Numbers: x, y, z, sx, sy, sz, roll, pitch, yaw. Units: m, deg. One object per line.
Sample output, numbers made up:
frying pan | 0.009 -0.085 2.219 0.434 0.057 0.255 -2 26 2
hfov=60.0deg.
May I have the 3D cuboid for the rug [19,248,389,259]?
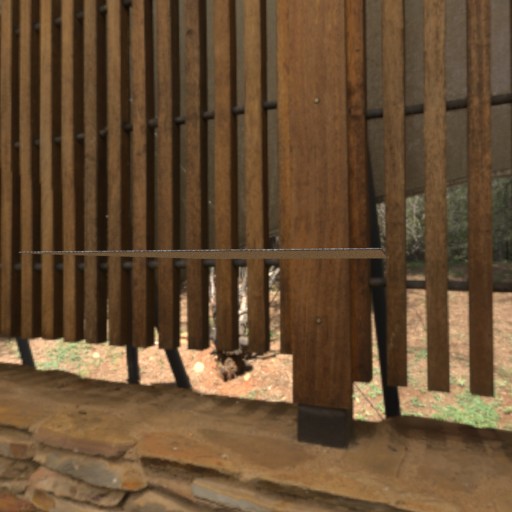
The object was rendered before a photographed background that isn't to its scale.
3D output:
rug | 0.000 0.000 5.100 2.894 0.011 3.957 0 -1 17
